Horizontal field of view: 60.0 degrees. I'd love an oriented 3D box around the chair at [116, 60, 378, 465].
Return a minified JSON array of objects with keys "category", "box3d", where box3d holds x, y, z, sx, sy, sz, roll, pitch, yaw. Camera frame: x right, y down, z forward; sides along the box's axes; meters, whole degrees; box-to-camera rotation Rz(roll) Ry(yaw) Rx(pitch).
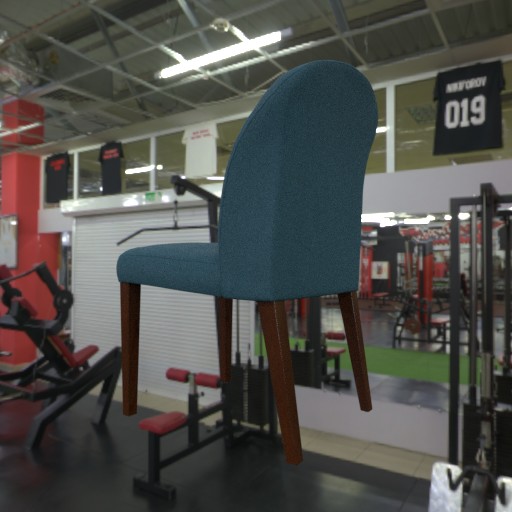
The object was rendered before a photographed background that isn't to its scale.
[{"category":"chair","box3d":[0.000,0.000,1.233,0.620,0.879,0.507,-1,-1,35]}]
